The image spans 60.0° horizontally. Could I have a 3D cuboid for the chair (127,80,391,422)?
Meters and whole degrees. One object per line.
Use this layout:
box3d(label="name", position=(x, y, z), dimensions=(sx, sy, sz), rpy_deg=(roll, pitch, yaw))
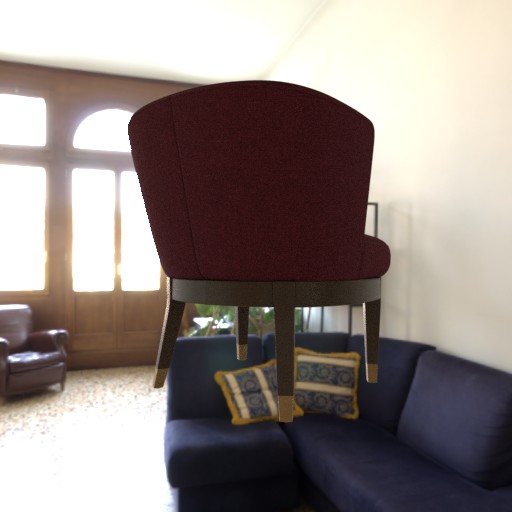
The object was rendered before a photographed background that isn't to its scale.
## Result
box3d(label="chair", position=(0.000, 0.000, 1.290), dimensions=(0.700, 0.760, 0.660), rpy_deg=(0, -1, 37))
